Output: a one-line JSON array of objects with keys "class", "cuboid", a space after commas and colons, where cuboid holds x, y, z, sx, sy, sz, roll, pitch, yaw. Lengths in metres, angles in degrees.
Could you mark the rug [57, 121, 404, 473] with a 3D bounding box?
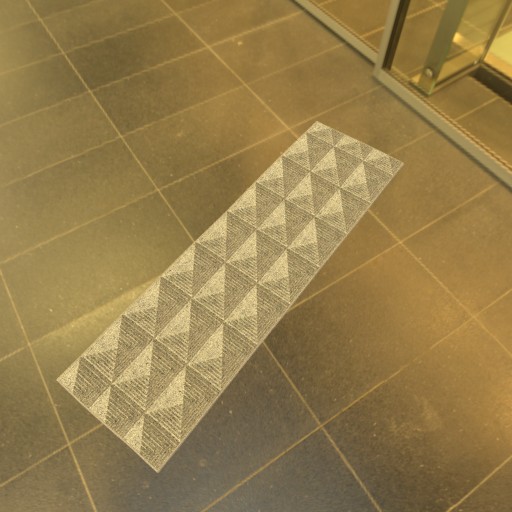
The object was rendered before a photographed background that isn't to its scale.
[{"class": "rug", "cuboid": [0.000, 0.000, 2.387, 0.645, 0.015, 2.182, 33, 64, 19]}]
